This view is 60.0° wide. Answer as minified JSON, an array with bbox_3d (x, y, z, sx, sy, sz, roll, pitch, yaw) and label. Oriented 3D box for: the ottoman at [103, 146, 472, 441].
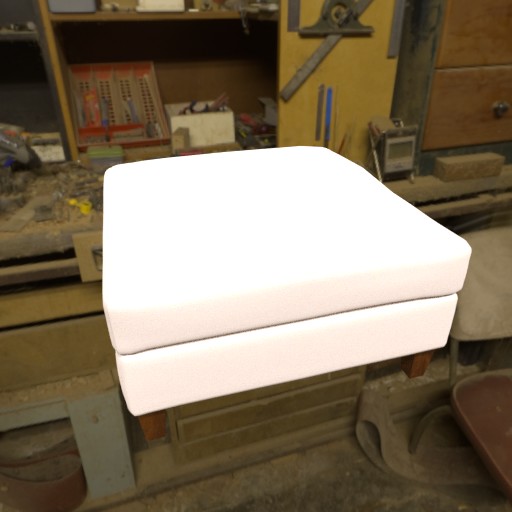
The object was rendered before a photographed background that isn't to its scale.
[{"bbox_3d":[0.000,0.000,1.349,0.838,0.479,0.838,-8,31,-14],"label":"ottoman"}]
